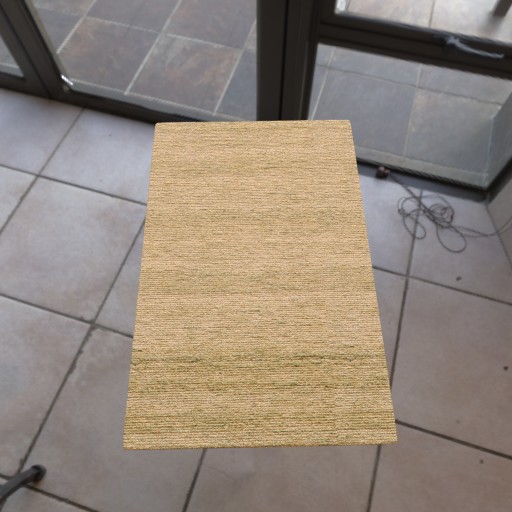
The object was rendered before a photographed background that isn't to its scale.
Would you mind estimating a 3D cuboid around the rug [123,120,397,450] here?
[{"bbox_3d":[0.000,0.000,2.216,1.143,0.010,1.758,-1,64,-1],"label":"rug"}]
